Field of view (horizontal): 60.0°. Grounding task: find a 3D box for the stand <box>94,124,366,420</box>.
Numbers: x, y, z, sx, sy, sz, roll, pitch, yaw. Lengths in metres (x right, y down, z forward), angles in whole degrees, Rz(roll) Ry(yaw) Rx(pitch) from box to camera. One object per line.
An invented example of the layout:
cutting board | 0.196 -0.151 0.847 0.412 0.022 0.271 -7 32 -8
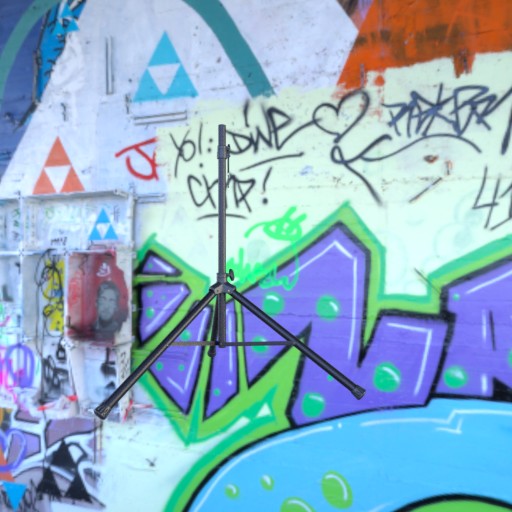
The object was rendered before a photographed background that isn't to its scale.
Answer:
stand | 0.000 0.000 1.881 0.907 1.136 1.045 0 0 18
